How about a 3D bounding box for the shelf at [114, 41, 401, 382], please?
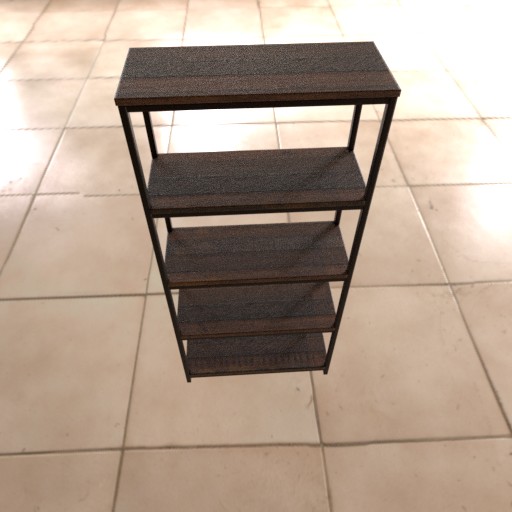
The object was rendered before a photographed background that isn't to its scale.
[{"bbox_3d":[0.000,0.000,2.154,0.874,1.860,0.359,-3,48,-2],"label":"shelf"}]
